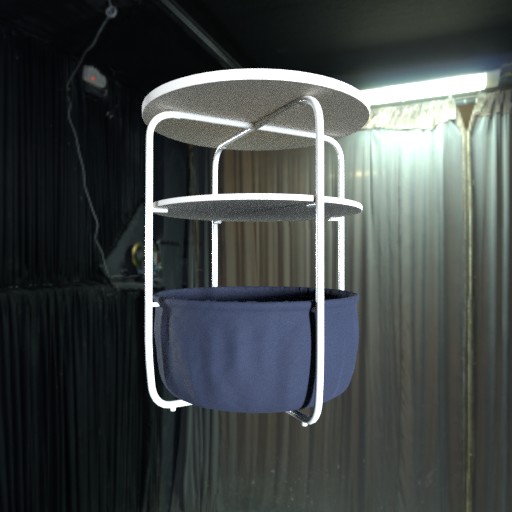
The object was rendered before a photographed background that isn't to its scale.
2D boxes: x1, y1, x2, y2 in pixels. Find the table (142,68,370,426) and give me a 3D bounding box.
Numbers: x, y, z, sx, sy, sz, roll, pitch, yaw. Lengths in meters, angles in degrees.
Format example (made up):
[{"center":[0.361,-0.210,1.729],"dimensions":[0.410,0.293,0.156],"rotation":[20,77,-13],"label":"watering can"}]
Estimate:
[{"center":[0.000,0.000,0.839],"dimensions":[0.418,0.532,0.418],"rotation":[0,0,17],"label":"table"}]
